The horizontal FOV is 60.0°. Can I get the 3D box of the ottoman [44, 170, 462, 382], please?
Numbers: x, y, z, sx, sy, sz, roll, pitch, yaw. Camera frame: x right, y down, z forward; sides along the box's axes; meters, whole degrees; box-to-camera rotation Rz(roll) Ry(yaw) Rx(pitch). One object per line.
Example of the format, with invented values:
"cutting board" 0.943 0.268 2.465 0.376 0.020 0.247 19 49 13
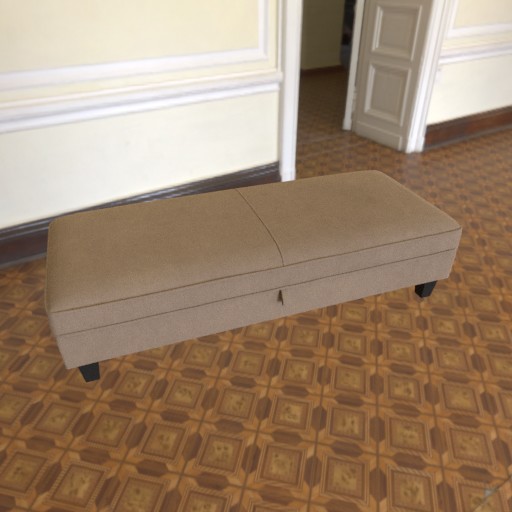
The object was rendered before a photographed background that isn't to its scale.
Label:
"ottoman" 0.000 0.000 2.038 1.726 0.460 0.735 -11 35 -16
